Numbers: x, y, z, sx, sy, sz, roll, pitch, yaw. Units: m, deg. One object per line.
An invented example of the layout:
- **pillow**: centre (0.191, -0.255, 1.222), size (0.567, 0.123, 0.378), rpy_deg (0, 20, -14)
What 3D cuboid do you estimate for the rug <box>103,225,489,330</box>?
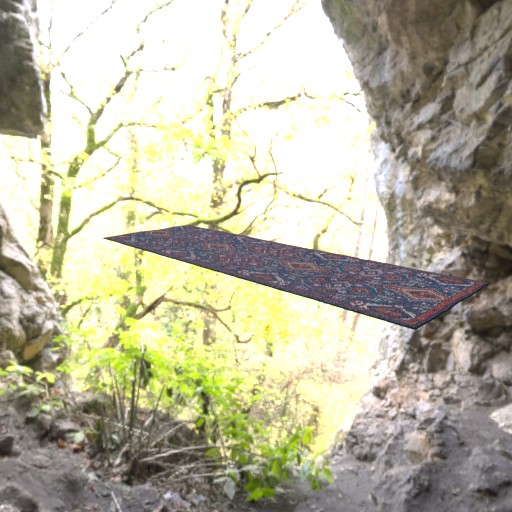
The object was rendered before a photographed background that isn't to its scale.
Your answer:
- **rug**: centre (0.000, 0.000, 2.746), size (2.459, 0.010, 0.801), rpy_deg (13, 19, 43)
